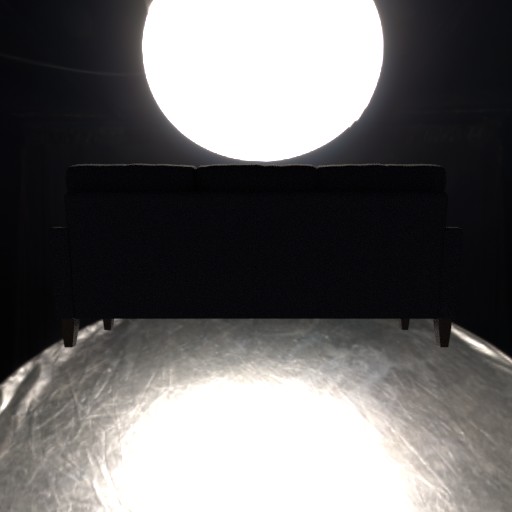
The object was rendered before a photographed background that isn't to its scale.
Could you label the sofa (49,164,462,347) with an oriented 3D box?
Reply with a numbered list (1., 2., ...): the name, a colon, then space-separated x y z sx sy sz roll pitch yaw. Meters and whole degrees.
1. sofa: 0.000 0.000 2.653 2.115 0.984 0.888 0 -1 0
